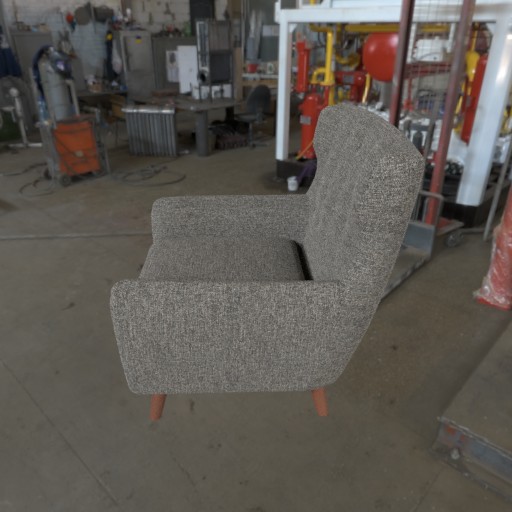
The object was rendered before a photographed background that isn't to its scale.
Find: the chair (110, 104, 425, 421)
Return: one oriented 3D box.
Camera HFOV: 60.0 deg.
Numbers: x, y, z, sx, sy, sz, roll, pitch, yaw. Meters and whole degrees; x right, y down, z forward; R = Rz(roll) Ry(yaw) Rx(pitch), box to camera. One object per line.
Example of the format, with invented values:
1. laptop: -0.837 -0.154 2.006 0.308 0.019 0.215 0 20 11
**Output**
1. chair: 0.000 0.000 1.739 0.940 1.039 0.889 -1 27 -2
